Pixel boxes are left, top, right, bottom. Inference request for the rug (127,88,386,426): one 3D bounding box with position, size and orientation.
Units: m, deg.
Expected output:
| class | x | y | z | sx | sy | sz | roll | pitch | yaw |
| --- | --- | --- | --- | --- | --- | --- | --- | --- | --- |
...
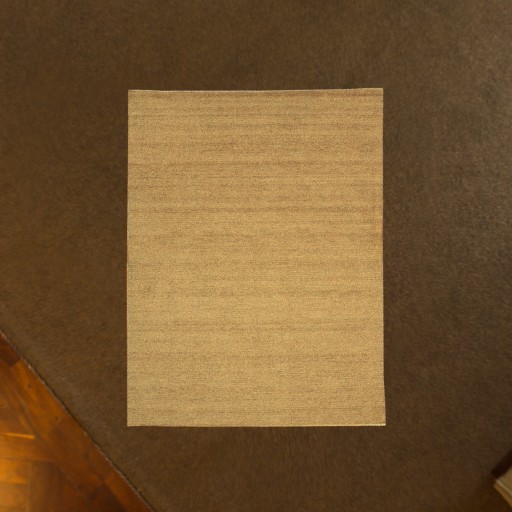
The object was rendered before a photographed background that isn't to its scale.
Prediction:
| class | x | y | z | sx | sy | sz | roll | pitch | yaw |
| --- | --- | --- | --- | --- | --- | --- | --- | --- | --- |
| rug | 0.000 | 0.000 | 4.187 | 2.434 | 0.045 | 3.202 | 0 | 89 | 0 |
